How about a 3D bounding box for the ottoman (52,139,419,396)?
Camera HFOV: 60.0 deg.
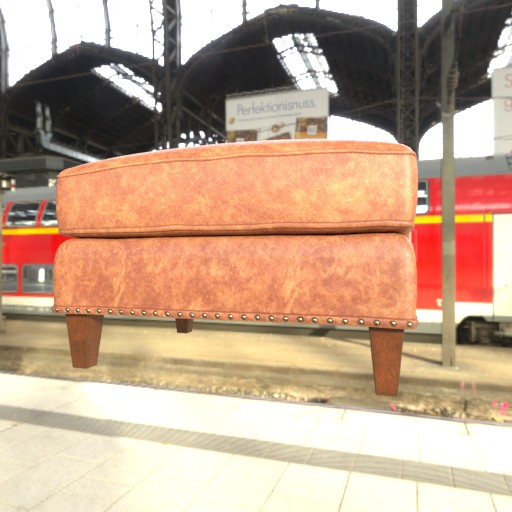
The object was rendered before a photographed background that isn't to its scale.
[{"bbox_3d":[0.000,0.000,1.104,0.742,0.486,0.586,0,0,18],"label":"ottoman"}]
